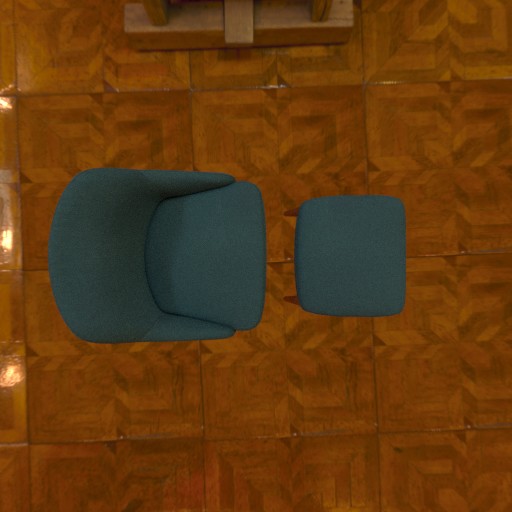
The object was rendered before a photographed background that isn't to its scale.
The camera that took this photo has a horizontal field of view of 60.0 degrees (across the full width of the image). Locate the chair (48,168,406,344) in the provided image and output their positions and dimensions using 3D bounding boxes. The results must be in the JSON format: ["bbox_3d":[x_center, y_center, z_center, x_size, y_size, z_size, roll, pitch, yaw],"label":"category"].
[{"bbox_3d":[0.000,0.000,1.609,1.114,0.866,0.584,0,90,0],"label":"chair"}]
